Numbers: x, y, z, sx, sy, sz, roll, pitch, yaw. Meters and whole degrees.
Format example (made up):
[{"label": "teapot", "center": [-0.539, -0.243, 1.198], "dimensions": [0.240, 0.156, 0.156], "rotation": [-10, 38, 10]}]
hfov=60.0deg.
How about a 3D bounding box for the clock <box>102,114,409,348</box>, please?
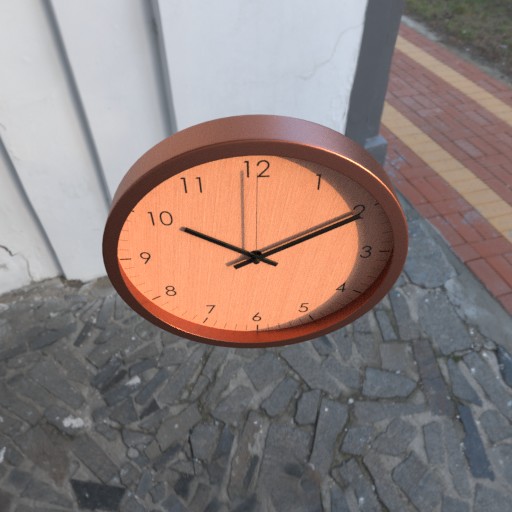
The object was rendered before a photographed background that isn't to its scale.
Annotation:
[{"label": "clock", "center": [0.000, 0.000, 0.479], "dimensions": [0.313, 0.313, 0.040], "rotation": [-1, 47, -1]}]
